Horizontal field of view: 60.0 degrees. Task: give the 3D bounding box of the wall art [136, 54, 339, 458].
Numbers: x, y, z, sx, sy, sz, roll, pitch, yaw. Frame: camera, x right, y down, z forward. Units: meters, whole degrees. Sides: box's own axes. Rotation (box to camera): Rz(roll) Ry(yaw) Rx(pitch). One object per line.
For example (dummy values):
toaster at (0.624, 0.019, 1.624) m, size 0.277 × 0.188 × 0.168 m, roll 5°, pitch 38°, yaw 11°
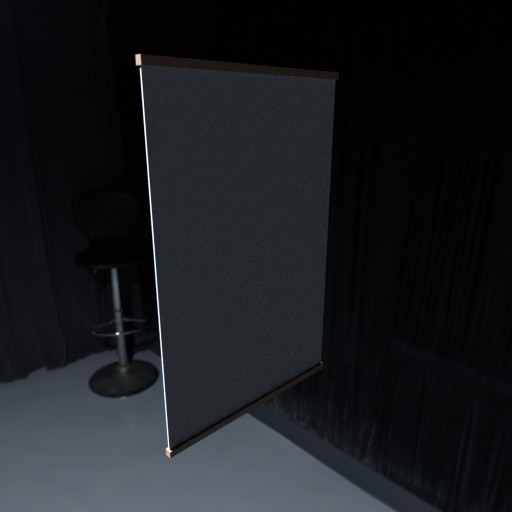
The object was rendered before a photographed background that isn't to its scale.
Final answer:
wall art at (0.000, 0.000, 1.915) m, size 0.990 × 1.519 × 0.030 m, roll -16°, pitch 24°, yaw -40°
